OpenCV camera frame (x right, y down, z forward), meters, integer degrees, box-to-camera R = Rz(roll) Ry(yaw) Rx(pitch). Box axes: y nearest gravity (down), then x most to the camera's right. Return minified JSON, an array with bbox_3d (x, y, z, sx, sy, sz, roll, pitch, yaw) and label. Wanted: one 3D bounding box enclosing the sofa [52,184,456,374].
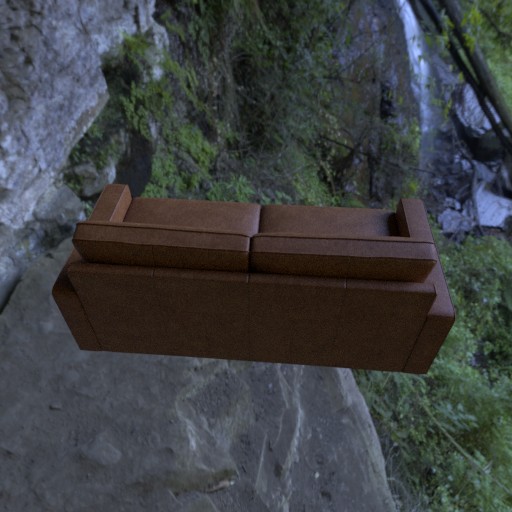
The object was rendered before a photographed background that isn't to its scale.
[{"bbox_3d":[0.000,0.000,2.712,2.156,0.928,0.991,3,46,3],"label":"sofa"}]
